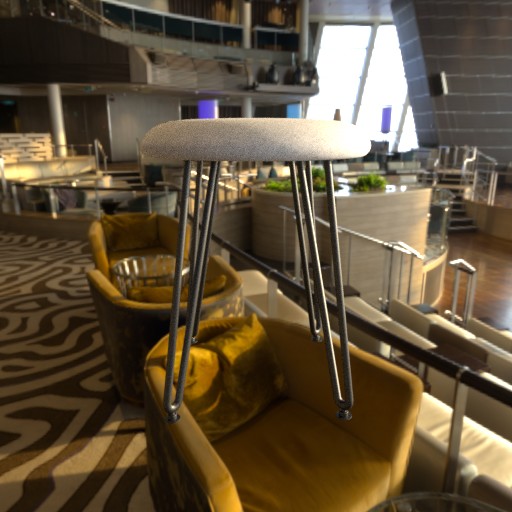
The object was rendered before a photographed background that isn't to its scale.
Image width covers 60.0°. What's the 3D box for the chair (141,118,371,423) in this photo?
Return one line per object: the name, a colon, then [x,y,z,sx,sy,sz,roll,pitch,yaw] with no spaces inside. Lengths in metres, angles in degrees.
chair: [0.000,0.000,0.656,0.350,0.386,0.350,14,21,41]
